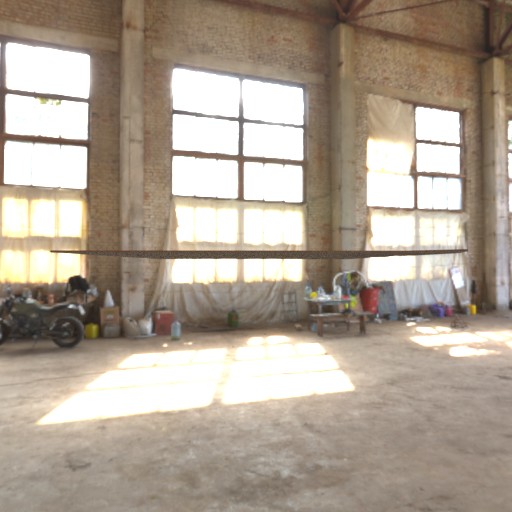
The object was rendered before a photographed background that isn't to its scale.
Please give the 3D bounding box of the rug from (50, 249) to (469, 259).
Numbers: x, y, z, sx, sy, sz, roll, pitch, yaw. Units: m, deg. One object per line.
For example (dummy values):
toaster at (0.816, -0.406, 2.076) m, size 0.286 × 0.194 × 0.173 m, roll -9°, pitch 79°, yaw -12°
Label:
rug at (0.000, 0.000, 4.088) m, size 2.431 × 0.021 × 3.057 m, roll 0°, pitch -1°, yaw -1°
